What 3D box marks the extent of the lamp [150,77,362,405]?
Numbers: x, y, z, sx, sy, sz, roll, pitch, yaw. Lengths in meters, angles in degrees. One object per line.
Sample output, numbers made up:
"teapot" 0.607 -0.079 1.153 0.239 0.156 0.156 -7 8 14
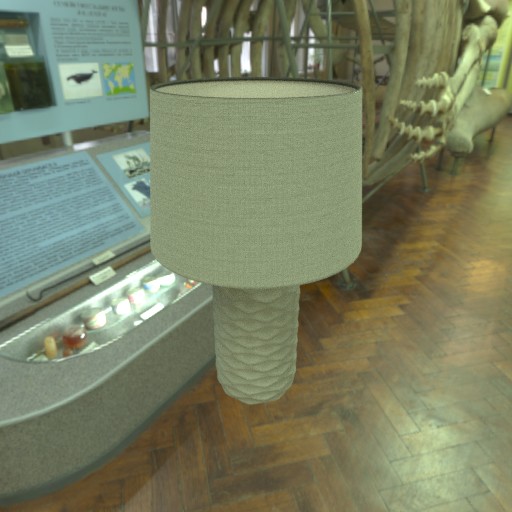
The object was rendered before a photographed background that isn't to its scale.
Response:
"lamp" 0.000 0.000 0.823 0.376 0.594 0.376 0 26 0
